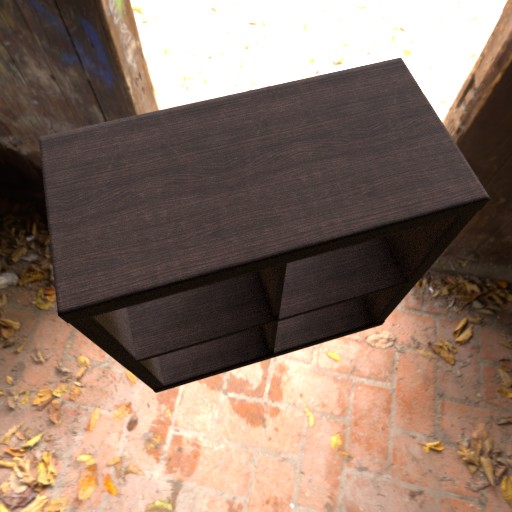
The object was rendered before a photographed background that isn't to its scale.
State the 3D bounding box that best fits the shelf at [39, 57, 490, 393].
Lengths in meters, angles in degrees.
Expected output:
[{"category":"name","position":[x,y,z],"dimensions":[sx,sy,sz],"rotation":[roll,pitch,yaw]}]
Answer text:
[{"category":"shelf","position":[0.000,0.000,1.206],"dimensions":[0.790,0.786,0.390],"rotation":[-15,65,-7]}]
